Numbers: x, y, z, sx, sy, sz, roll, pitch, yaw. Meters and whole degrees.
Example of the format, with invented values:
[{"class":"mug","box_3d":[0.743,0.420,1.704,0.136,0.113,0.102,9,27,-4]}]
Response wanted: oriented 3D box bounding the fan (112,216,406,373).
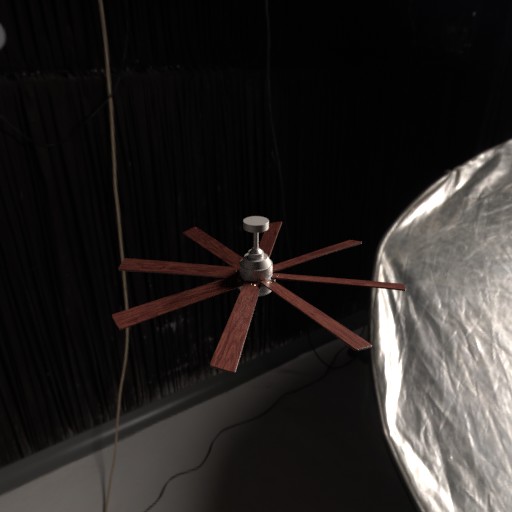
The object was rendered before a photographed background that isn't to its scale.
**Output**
[{"class":"fan","box_3d":[0.000,0.000,2.768,1.830,0.472,1.830,-17,31,-31]}]
